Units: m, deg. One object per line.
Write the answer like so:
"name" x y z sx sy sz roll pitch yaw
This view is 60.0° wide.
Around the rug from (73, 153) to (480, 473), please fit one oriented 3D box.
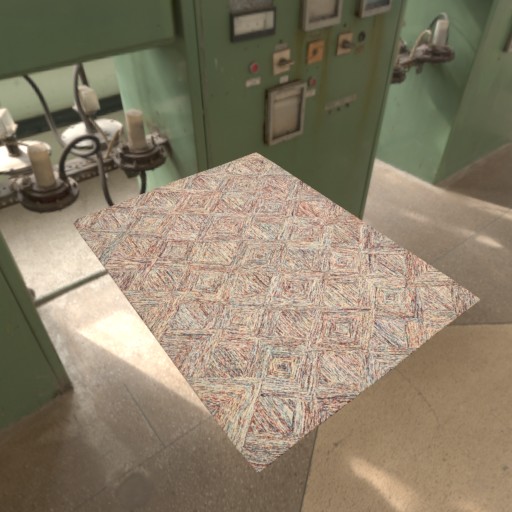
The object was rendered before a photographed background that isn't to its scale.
"rug" 0.000 0.000 4.224 2.436 0.024 3.226 -27 48 -27
